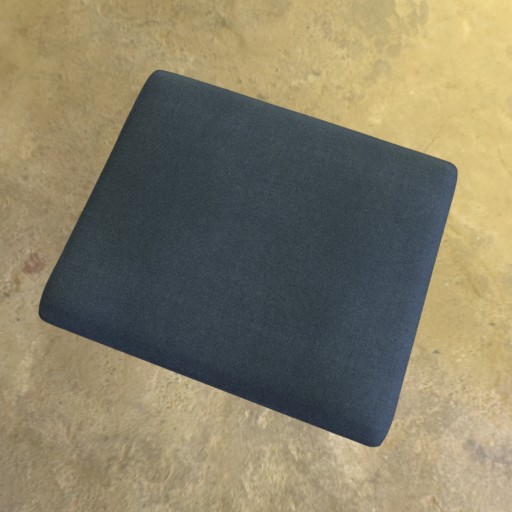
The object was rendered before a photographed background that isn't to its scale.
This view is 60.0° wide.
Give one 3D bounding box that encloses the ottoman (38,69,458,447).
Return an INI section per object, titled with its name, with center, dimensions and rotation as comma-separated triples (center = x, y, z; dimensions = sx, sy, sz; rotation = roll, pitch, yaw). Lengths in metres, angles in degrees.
[ottoman]
center = 0.000, 0.000, 1.194
dimensions = 0.821, 0.474, 0.693
rotation = 20, 77, 5
